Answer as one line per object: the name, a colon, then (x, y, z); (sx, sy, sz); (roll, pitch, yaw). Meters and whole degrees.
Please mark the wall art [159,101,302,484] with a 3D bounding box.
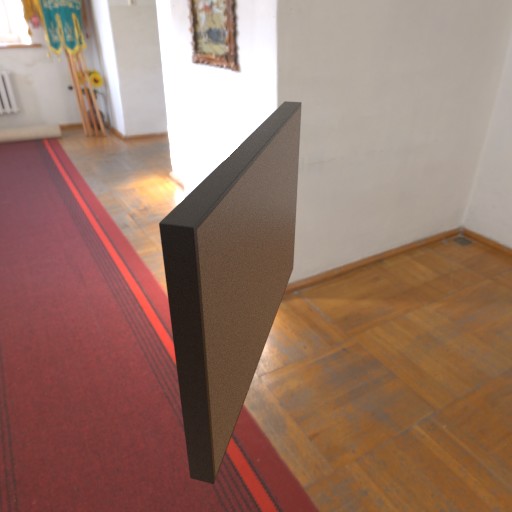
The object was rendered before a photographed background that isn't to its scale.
wall art: (0.000, 0.000, 1.223); (0.058, 0.640, 0.939); (8, 31, 13)
